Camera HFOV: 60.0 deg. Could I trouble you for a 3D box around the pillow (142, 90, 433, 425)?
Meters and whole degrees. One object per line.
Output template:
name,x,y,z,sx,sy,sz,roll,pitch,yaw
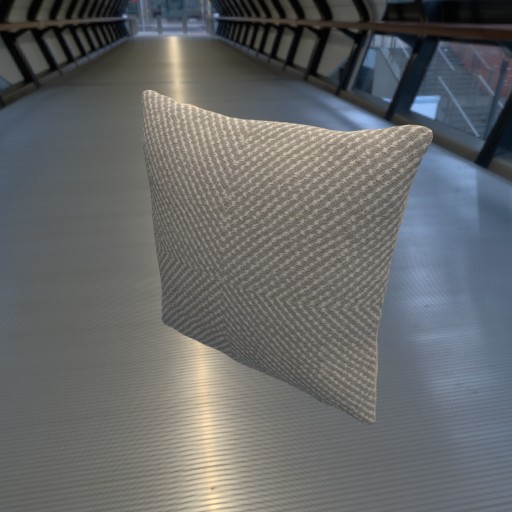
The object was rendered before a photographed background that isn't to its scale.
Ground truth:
pillow,0.000,0.000,0.700,0.459,0.458,0.181,19,34,30
